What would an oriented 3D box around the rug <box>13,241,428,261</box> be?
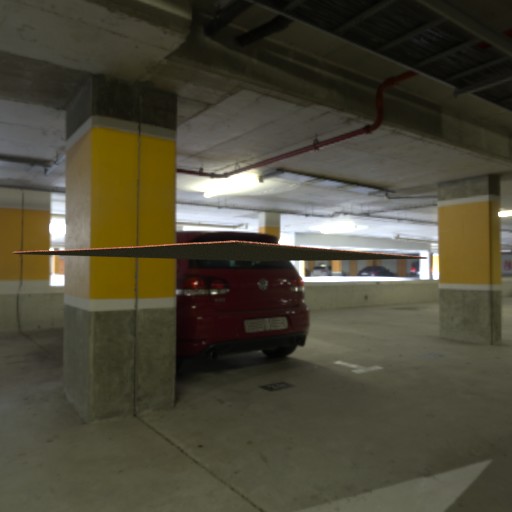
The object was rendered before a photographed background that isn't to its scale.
[{"bbox_3d":[0.000,0.000,2.141,1.139,0.011,1.747,-1,-2,36],"label":"rug"}]
